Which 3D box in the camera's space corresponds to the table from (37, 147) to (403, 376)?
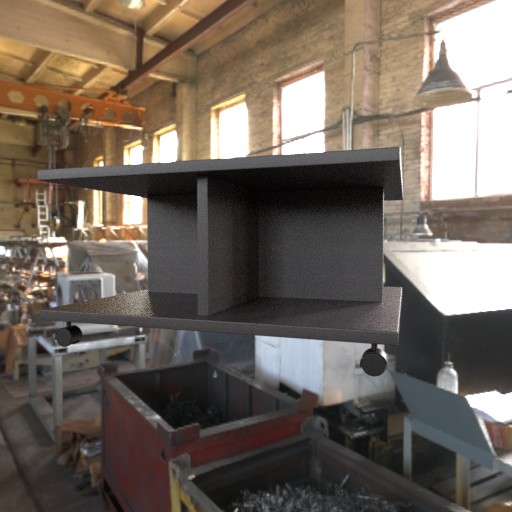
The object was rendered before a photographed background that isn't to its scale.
[{"bbox_3d":[0.000,0.000,1.223,0.762,0.396,0.762,1,2,19],"label":"table"}]
